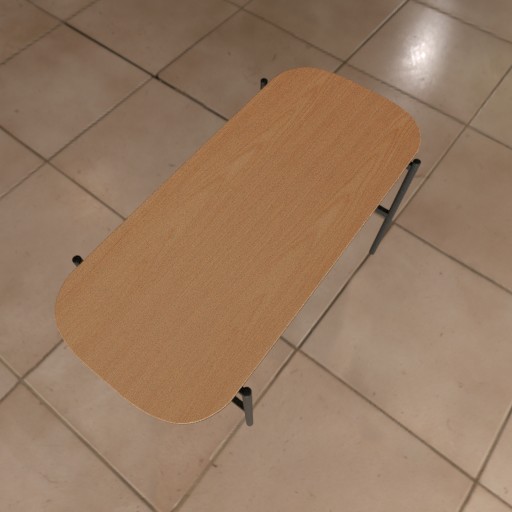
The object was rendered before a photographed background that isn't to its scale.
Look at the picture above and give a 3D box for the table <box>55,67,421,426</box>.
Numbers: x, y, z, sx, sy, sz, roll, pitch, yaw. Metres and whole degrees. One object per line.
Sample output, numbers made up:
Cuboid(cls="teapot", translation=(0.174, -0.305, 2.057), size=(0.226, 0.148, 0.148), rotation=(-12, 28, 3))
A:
Cuboid(cls="table", translation=(0.000, 0.000, 1.017), size=(0.400, 0.400, 0.800), rotation=(34, 68, 16))
